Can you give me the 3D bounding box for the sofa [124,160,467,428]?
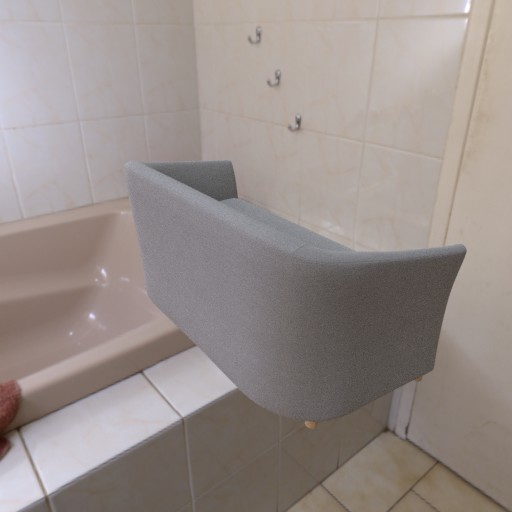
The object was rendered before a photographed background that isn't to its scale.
[{"bbox_3d":[0.000,0.000,1.910,0.705,0.721,1.452,-18,32,-32],"label":"sofa"}]
